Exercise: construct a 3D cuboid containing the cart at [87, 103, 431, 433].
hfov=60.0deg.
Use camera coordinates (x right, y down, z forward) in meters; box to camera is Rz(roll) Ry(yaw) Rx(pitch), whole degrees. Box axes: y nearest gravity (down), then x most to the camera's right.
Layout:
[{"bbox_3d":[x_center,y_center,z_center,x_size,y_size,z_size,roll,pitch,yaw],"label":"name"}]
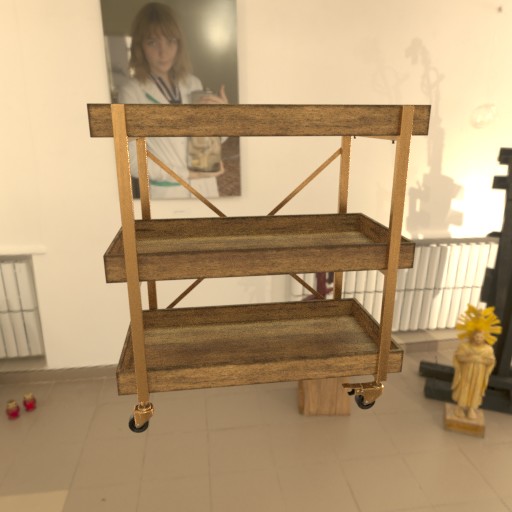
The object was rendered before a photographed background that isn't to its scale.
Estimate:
[{"bbox_3d":[0.000,0.000,1.247,0.750,0.799,0.416,-2,18,-8],"label":"cart"}]
